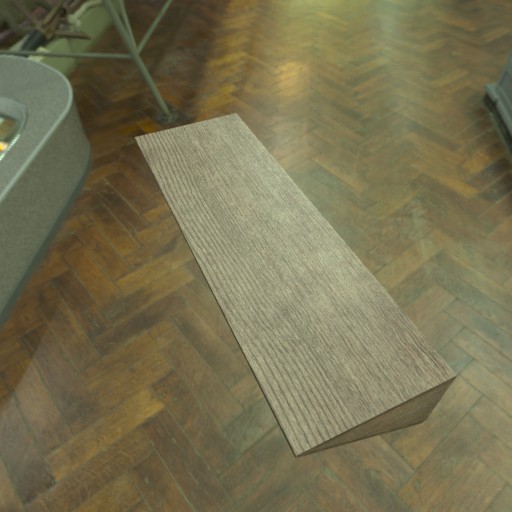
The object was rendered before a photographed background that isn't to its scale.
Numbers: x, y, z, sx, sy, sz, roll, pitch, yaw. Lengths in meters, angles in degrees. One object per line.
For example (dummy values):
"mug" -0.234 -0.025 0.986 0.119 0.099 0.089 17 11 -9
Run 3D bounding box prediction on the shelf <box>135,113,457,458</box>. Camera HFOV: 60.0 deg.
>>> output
"shelf" 0.000 0.000 0.687 0.200 0.125 0.610 -19 50 -17
